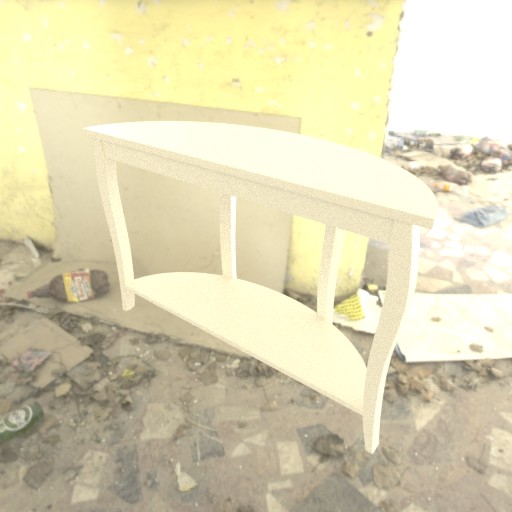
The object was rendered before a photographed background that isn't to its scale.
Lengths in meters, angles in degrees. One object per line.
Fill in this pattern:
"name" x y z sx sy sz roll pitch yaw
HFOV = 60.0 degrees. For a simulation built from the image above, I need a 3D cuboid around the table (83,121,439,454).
"table" 0.000 0.000 1.555 1.219 0.780 0.394 21 36 32
